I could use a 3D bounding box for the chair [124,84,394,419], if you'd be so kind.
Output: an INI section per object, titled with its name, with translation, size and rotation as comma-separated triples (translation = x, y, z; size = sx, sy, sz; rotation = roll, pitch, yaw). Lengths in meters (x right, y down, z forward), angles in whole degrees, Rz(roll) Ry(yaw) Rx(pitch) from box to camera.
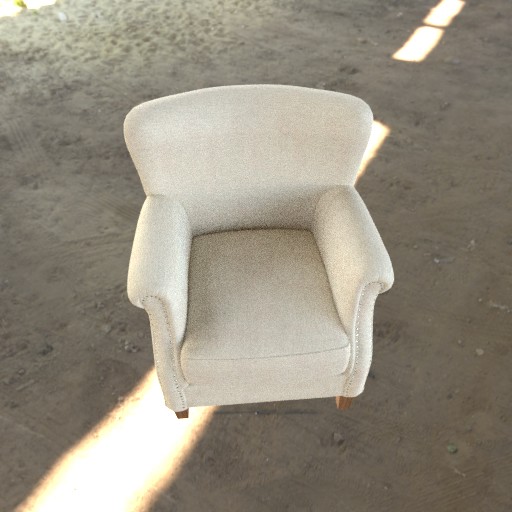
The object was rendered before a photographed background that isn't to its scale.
[chair]
translation = 0.000, 0.000, 1.646
size = 0.861, 0.936, 0.921
rotation = -3, 45, -3
